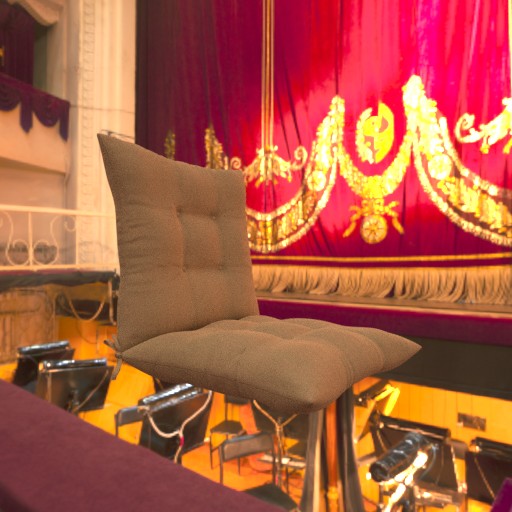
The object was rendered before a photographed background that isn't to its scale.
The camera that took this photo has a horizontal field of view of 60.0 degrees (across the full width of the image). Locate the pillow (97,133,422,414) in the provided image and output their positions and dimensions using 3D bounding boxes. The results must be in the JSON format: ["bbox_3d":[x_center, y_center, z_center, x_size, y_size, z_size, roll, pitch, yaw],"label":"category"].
[{"bbox_3d":[0.000,0.000,1.005,0.585,0.536,0.541,-1,-1,37],"label":"pillow"}]
